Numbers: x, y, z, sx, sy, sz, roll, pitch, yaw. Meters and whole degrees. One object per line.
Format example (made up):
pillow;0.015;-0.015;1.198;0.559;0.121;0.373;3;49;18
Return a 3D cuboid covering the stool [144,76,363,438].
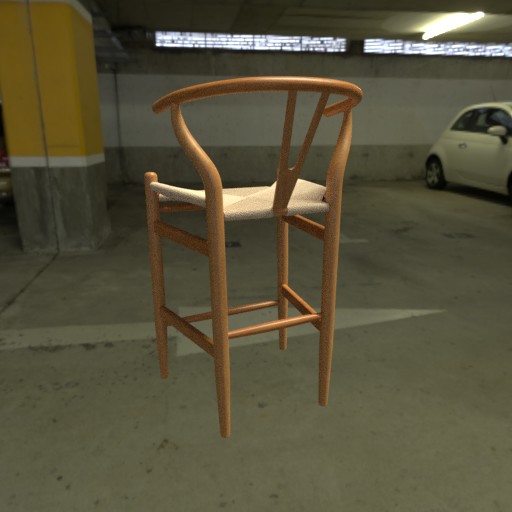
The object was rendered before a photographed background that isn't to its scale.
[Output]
stool;0.000;0.000;1.362;0.569;0.970;0.579;-8;17;-26
